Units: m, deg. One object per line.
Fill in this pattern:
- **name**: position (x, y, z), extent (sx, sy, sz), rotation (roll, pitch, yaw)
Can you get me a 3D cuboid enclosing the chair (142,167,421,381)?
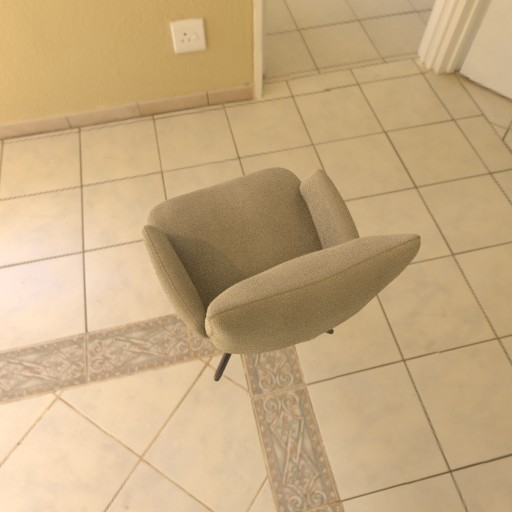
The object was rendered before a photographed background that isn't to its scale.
- **chair**: position (0.000, 0.000, 1.604), extent (0.711, 1.016, 0.889), rotation (-20, 61, -11)
